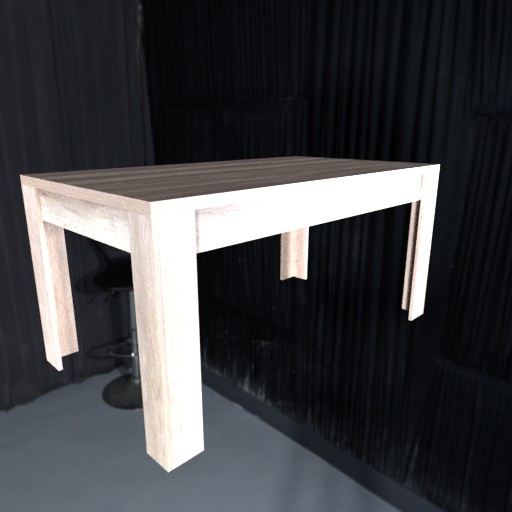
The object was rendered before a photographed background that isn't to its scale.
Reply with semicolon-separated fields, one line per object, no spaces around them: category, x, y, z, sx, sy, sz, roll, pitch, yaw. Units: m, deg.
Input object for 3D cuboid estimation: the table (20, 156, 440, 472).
table;0.000;0.000;2.004;1.600;0.775;0.900;-15;22;-43
